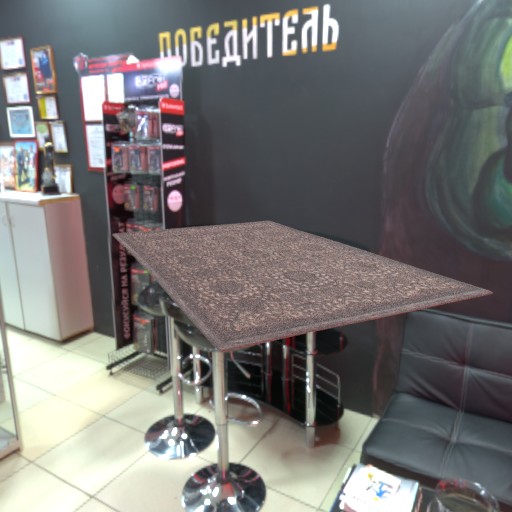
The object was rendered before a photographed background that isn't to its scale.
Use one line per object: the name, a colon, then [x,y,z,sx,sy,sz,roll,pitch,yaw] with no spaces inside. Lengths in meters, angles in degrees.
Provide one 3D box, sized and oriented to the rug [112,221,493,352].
rug: [0.000,0.000,3.066,1.535,0.022,2.498,-7,16,-26]
